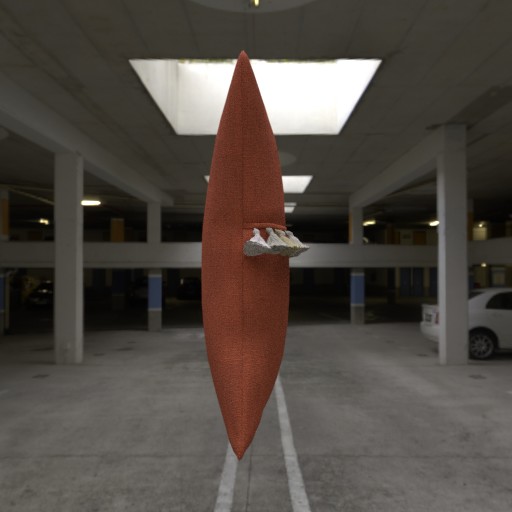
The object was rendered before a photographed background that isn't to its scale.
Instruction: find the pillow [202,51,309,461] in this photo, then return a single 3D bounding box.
[{"bbox_3d":[0.000,0.000,0.755,0.165,0.482,0.490,0,-1,0],"label":"pillow"}]
